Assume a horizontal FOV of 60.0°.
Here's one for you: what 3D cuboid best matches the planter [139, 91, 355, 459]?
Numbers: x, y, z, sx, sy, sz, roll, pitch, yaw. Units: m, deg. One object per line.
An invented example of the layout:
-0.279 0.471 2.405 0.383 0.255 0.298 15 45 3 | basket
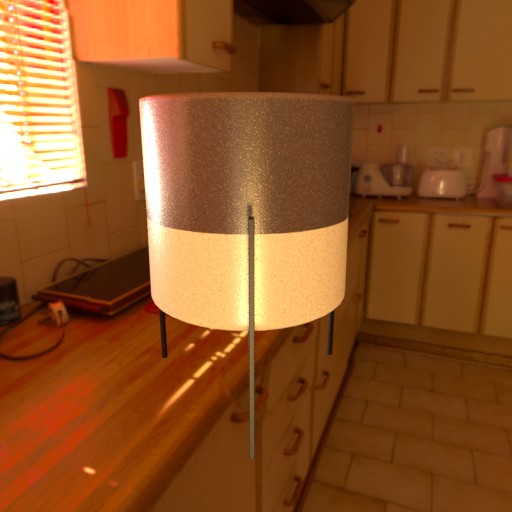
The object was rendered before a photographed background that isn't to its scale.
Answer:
0.000 0.000 0.526 0.250 0.353 0.260 -3 16 -9 | planter
